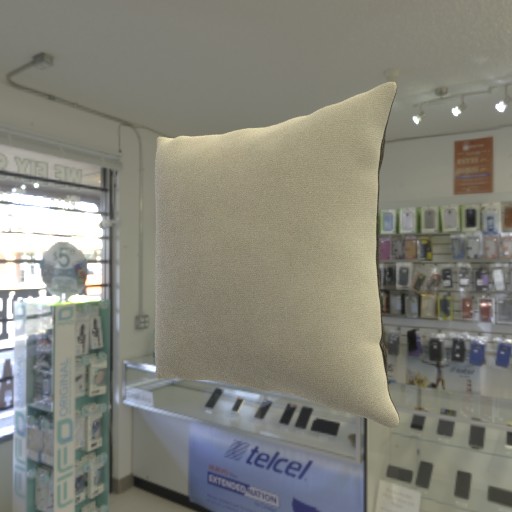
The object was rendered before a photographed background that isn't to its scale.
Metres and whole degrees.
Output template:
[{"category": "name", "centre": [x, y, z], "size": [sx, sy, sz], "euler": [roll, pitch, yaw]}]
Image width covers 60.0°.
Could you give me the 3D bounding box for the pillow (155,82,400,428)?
[{"category": "pillow", "centre": [0.000, 0.000, 0.675], "size": [0.433, 0.434, 0.196], "euler": [-1, -1, 35]}]
